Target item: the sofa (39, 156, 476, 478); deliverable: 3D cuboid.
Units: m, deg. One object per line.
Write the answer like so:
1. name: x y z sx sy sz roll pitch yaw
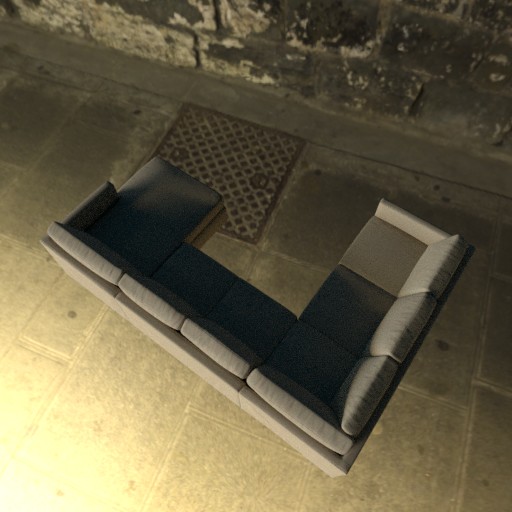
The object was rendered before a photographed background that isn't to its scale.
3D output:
1. sofa: 0.000 0.000 4.460 3.460 0.882 2.427 33 66 17
